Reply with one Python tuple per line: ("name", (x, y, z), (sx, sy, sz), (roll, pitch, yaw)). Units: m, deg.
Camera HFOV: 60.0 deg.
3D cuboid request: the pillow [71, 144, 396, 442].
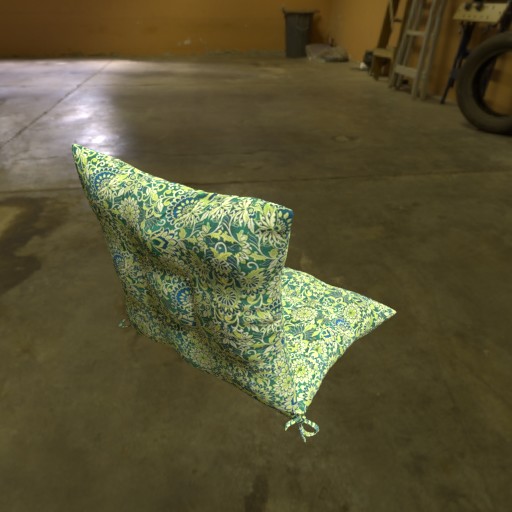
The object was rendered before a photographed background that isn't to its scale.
("pillow", (0.000, 0.000, 1.008), (0.541, 0.536, 0.585), (21, 36, 32))
